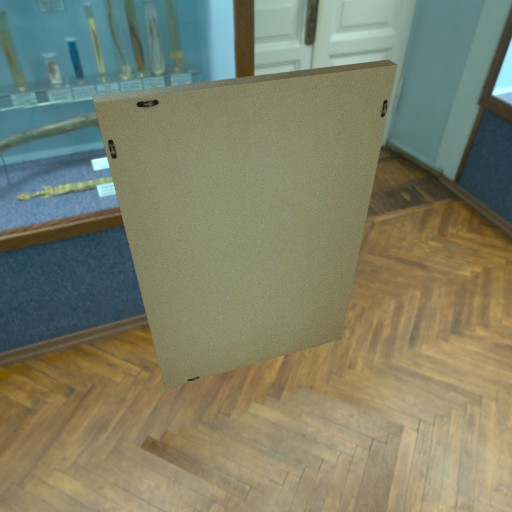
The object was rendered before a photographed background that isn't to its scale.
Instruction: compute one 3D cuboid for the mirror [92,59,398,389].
[{"bbox_3d":[0.000,0.000,1.161,0.609,0.915,0.040,-13,43,-14],"label":"mirror"}]
